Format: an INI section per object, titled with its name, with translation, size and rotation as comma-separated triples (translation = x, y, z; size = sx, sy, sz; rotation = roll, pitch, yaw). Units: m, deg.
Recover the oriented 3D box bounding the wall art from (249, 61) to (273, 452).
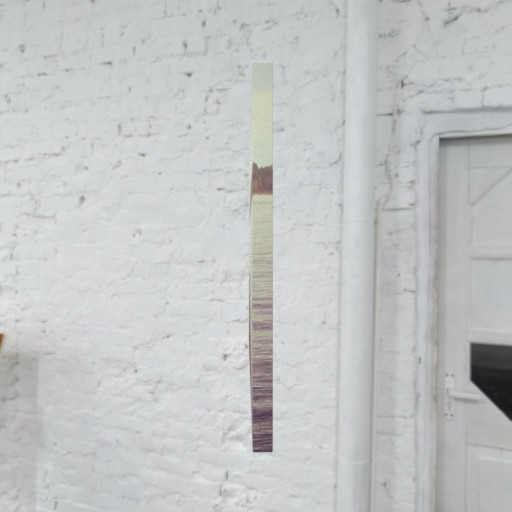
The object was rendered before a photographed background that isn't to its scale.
[wall art]
translation = 0.000, 0.000, 1.439
size = 0.040, 0.765, 1.149
rotation = 0, 0, -1
